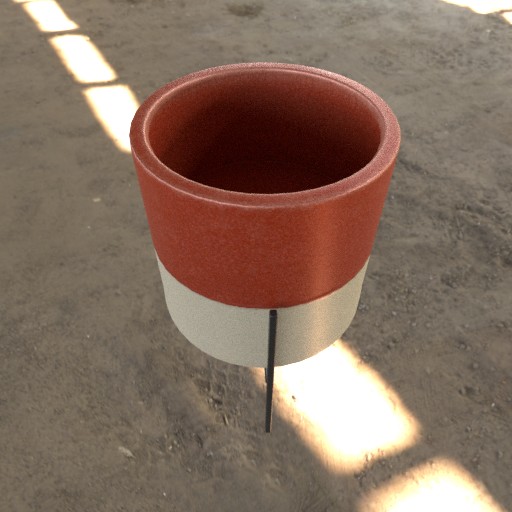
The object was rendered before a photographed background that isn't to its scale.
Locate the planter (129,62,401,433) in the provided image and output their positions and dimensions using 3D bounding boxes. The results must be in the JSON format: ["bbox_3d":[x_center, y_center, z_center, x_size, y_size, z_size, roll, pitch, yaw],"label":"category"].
[{"bbox_3d":[0.000,0.000,0.515,0.251,0.354,0.235,19,50,17],"label":"planter"}]
